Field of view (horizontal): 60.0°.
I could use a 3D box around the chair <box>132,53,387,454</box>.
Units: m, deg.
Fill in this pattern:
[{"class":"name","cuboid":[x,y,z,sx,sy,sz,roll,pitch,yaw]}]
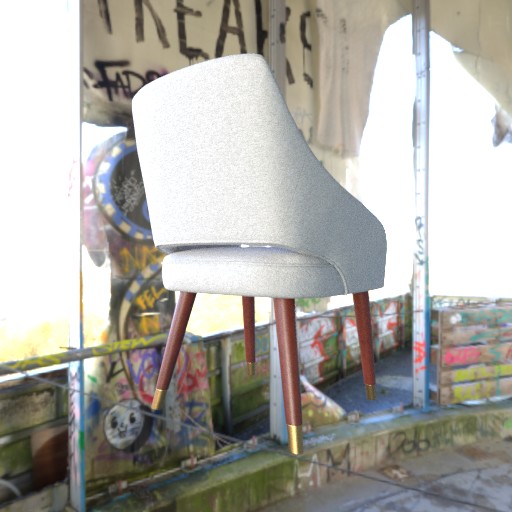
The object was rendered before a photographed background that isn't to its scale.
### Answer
[{"class":"chair","cuboid":[0.000,0.000,1.282,0.609,0.889,0.600,0,0,37]}]
